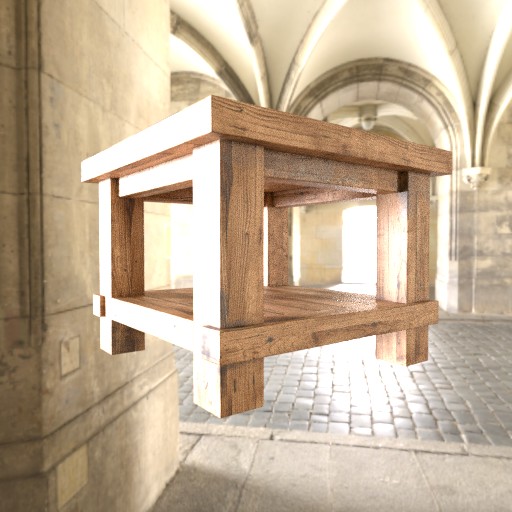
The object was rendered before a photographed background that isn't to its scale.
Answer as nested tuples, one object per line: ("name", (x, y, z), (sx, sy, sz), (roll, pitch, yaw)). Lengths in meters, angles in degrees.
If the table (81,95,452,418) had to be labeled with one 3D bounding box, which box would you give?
("table", (0.000, 0.000, 1.028), (0.610, 0.457, 0.610), (-1, 2, -37))
